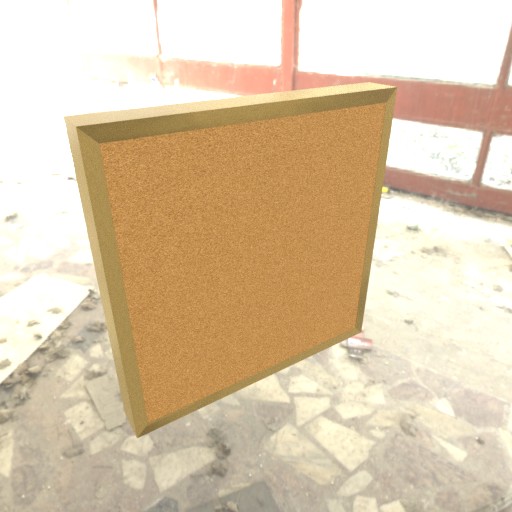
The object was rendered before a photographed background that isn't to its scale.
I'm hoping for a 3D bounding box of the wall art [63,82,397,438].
[{"bbox_3d":[0.000,0.000,0.450,0.304,0.305,0.038,-17,34,-28],"label":"wall art"}]
